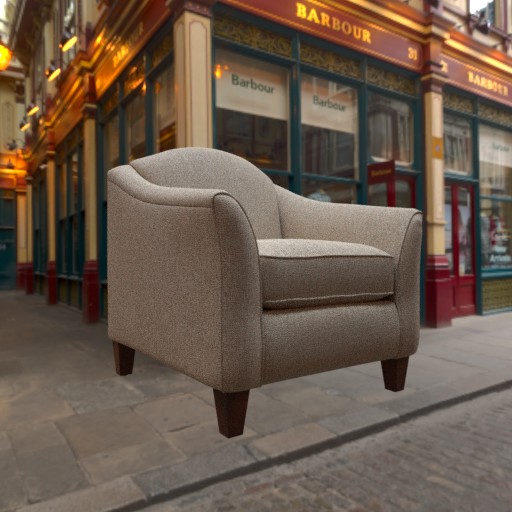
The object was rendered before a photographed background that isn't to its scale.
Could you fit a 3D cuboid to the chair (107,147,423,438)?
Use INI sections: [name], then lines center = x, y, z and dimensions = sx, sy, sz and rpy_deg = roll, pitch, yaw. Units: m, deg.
[chair]
center = 0.000, 0.000, 1.467
dimensions = 0.763, 0.839, 0.787
rpy_deg = 0, 0, -35
